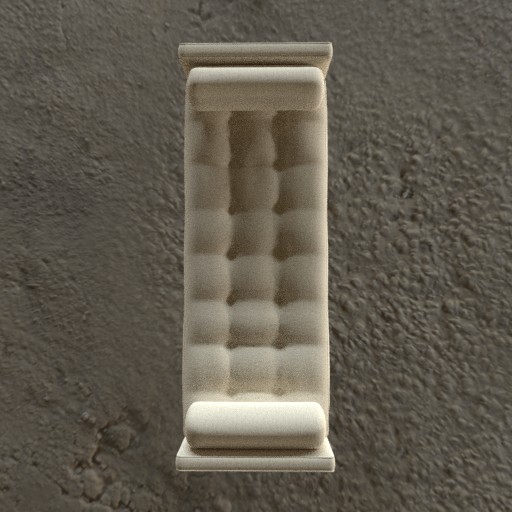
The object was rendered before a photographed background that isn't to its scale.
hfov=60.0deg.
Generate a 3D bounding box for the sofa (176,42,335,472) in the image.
[{"bbox_3d":[0.000,0.000,2.328,0.746,0.641,1.985,0,88,1],"label":"sofa"}]
